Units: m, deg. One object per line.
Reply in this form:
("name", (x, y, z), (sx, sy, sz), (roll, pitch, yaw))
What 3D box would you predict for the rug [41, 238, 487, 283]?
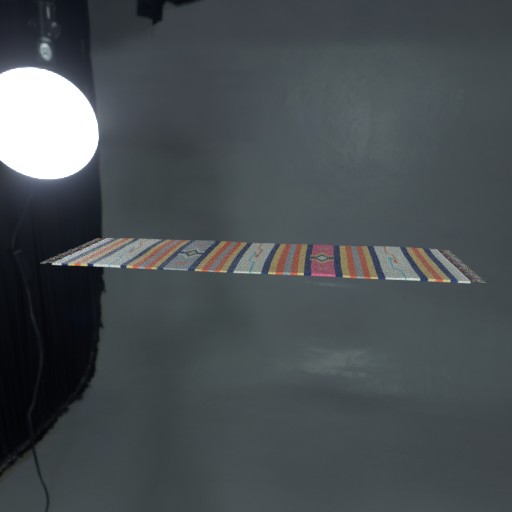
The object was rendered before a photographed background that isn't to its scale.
("rug", (0.000, 0.000, 2.734), (2.455, 0.017, 0.695), (2, 15, 8))
